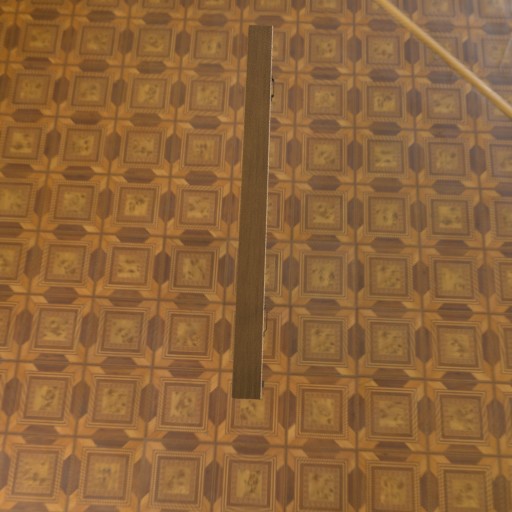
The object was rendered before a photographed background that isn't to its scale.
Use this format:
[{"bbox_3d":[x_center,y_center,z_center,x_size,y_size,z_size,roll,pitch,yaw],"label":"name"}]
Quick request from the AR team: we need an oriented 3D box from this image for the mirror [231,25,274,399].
[{"bbox_3d":[0.000,0.000,0.917,0.039,0.711,0.508,2,77,0],"label":"mirror"}]
